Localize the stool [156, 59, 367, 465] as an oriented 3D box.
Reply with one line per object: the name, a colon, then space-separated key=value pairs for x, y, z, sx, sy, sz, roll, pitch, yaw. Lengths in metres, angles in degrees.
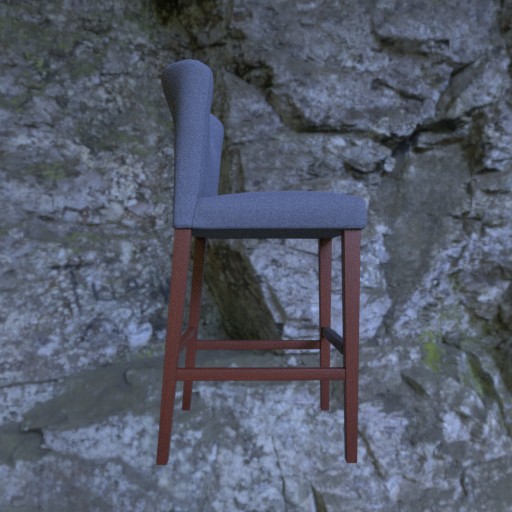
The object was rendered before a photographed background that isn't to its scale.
stool: x=0.000 y=0.000 z=1.356 sx=0.568 sy=1.069 sz=0.481 roll=0 pitch=-1 yaw=-1
